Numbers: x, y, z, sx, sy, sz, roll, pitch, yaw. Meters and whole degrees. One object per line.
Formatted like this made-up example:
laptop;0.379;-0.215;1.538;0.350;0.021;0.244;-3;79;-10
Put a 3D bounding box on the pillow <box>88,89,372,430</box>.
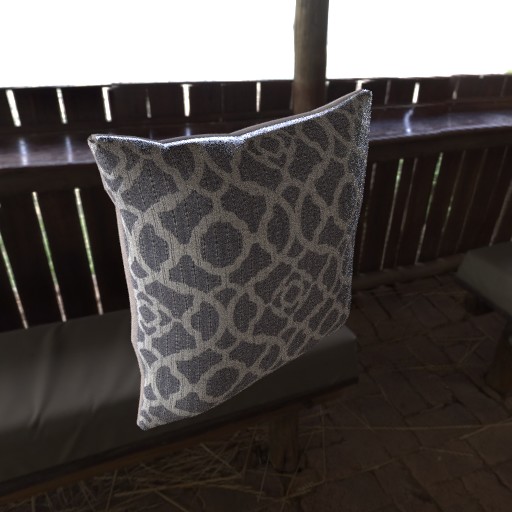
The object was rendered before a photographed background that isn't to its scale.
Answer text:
pillow;0.000;0.000;0.770;0.508;0.498;0.215;-22;36;-33
